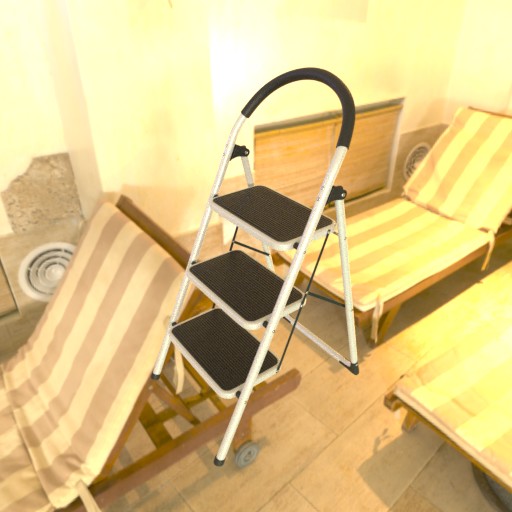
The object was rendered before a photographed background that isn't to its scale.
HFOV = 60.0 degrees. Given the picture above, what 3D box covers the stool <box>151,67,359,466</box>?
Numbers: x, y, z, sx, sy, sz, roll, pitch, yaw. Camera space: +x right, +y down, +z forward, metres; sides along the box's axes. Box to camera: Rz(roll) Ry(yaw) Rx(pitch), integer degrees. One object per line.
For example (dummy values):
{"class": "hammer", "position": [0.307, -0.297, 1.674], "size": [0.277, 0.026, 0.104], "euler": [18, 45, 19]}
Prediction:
{"class": "stool", "position": [0.000, 0.000, 1.455], "size": [0.676, 1.109, 0.485], "euler": [-22, 37, -31]}
